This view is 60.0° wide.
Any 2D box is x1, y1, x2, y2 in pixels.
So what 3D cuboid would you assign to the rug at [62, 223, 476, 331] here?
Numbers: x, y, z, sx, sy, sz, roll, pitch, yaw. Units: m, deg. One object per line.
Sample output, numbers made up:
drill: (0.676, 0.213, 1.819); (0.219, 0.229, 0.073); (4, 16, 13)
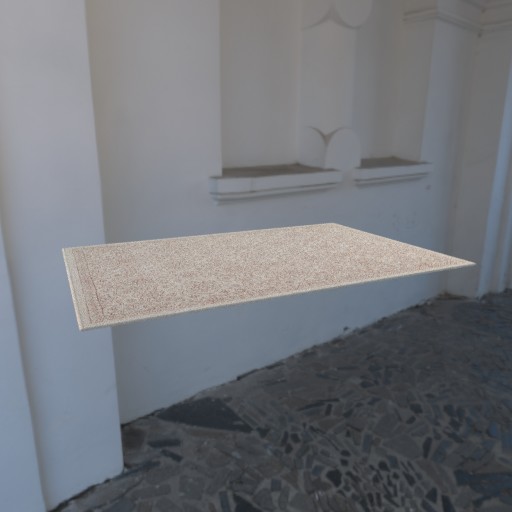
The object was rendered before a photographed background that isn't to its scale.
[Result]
rug: (0.000, 0.000, 2.332); (1.829, 0.010, 1.219); (-7, 16, -25)
